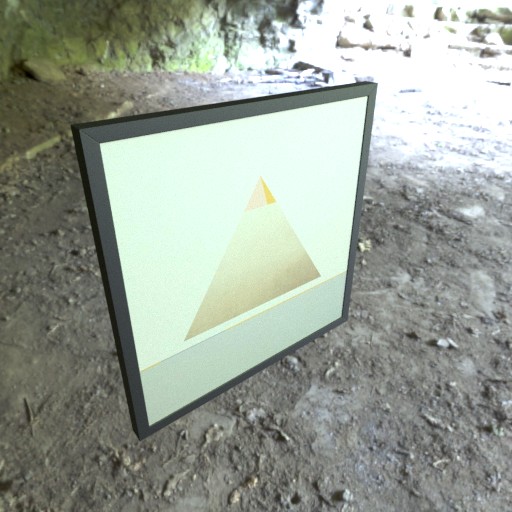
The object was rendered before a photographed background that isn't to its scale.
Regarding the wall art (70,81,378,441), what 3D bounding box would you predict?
[{"bbox_3d":[0.000,0.000,0.754,0.513,0.511,0.028,-22,36,-33],"label":"wall art"}]
